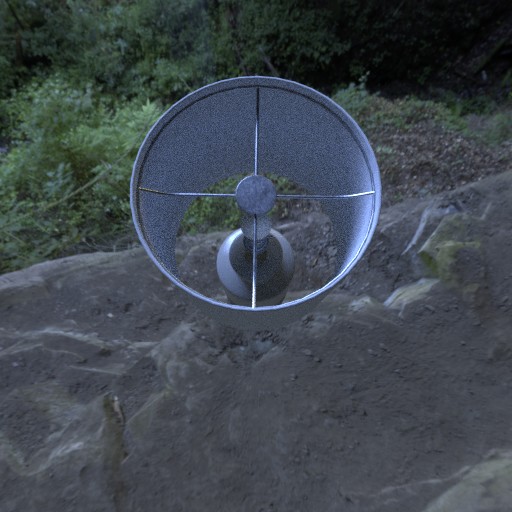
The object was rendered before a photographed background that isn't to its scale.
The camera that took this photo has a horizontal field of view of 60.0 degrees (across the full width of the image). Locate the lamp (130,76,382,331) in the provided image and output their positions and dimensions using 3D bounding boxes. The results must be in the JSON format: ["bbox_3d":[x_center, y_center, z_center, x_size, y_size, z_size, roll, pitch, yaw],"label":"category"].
[{"bbox_3d":[0.000,0.000,0.611,0.212,0.493,0.212,1,76,0],"label":"lamp"}]
